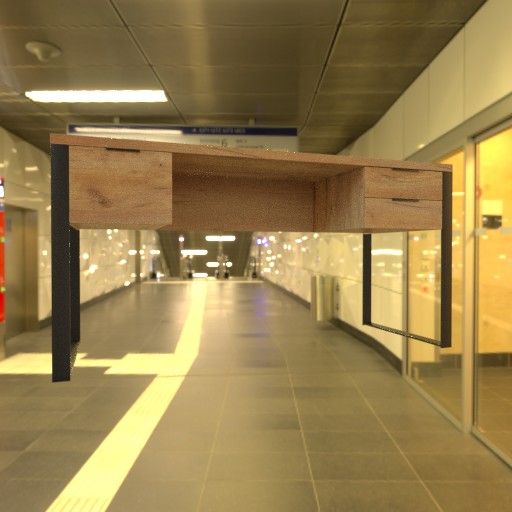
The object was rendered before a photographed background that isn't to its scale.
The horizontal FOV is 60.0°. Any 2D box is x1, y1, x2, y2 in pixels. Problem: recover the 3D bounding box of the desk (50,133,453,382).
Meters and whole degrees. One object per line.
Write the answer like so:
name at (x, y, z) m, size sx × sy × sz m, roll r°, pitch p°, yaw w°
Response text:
desk at (0.000, 0.000, 1.874) m, size 1.520 × 0.760 × 0.600 m, roll 0°, pitch 1°, yaw -19°
